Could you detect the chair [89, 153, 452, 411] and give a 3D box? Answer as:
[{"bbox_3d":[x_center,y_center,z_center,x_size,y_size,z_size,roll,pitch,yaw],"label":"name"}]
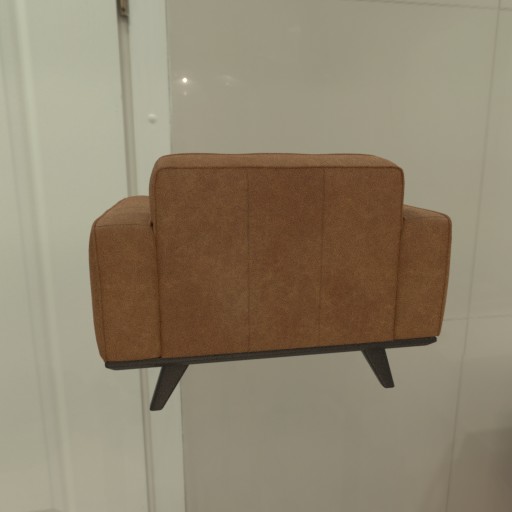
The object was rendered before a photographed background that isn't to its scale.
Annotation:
[{"bbox_3d":[0.000,0.000,1.750,1.118,0.782,0.952,-2,12,-10],"label":"chair"}]
